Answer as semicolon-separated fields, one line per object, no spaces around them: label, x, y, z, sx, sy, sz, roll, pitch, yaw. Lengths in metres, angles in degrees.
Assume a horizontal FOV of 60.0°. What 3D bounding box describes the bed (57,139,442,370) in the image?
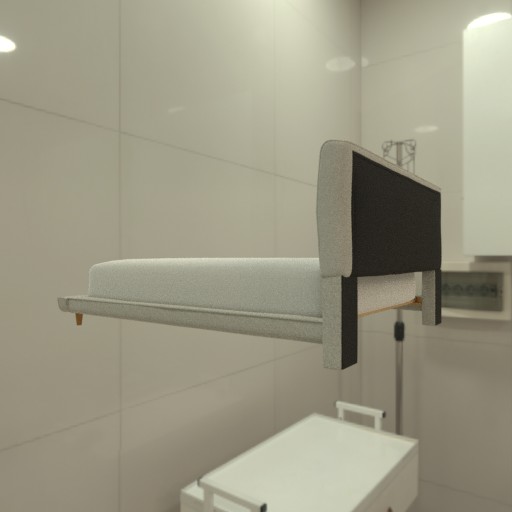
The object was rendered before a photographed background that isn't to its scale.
bed;0.000;0.000;3.388;2.368;1.067;1.840;0;0;36
